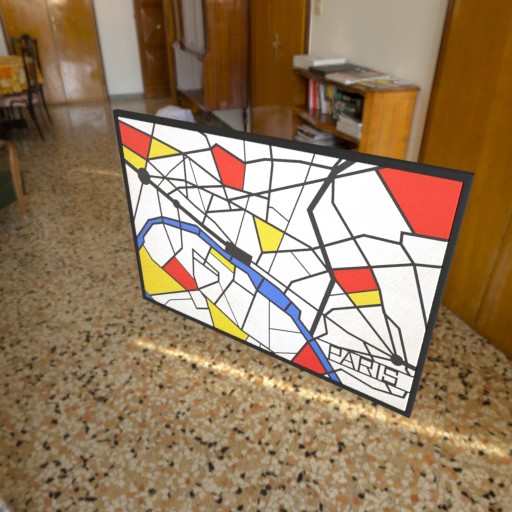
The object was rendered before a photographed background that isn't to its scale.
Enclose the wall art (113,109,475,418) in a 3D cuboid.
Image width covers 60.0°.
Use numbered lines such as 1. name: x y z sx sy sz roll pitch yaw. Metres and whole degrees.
1. wall art: 0.000 0.000 0.838 0.664 0.458 0.013 18 35 28
